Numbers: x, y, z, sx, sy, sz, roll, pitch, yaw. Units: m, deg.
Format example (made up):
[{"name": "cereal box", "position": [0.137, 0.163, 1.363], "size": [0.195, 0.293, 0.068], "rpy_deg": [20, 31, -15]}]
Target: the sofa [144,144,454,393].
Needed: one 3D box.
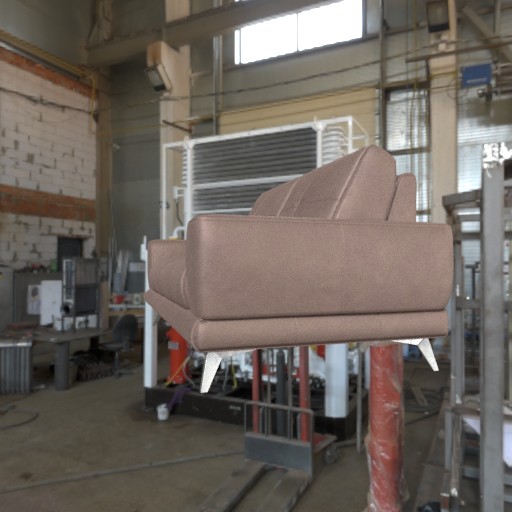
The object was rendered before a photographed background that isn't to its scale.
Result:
[{"name": "sofa", "position": [0.000, 0.000, 2.341], "size": [1.018, 0.907, 1.806], "rpy_deg": [0, -1, -19]}]
